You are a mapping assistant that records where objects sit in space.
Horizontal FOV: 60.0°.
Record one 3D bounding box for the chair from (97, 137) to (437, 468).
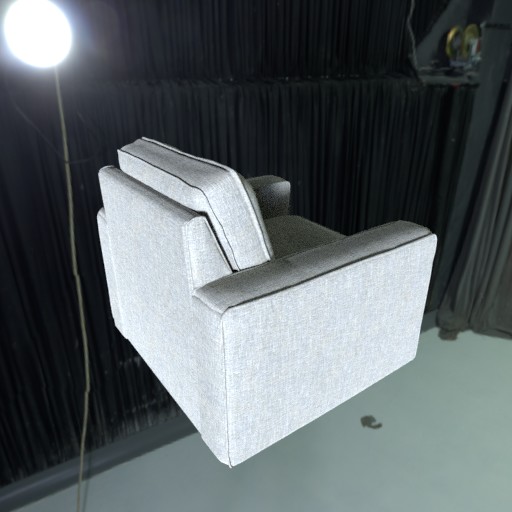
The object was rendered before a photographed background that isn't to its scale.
[{"bbox_3d":[0.000,0.000,1.765,0.940,0.914,1.016,-17,30,-32],"label":"chair"}]
